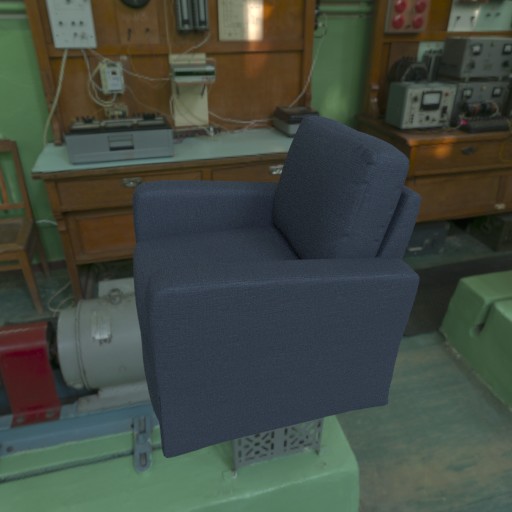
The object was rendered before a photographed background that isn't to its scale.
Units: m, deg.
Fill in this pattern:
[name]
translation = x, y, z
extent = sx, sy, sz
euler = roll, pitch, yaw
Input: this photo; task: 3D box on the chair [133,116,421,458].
[chair]
translation = 0.000, 0.000, 1.550
extent = 0.863, 0.855, 0.798
euler = -8, 31, -14
